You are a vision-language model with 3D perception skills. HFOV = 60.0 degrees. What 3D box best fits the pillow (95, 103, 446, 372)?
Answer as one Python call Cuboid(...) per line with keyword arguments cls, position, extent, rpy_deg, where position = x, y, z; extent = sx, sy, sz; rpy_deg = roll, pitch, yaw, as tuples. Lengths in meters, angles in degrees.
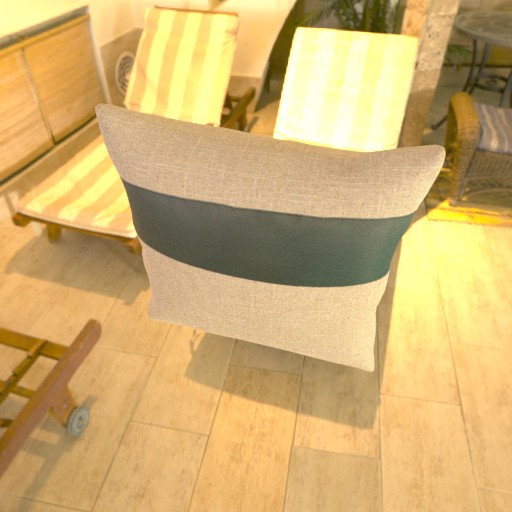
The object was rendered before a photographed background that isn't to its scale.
Cuboid(cls="pillow", position=(0.000, 0.000, 0.635), extent=(0.414, 0.399, 0.173), rpy_deg=(11, 42, 12))
